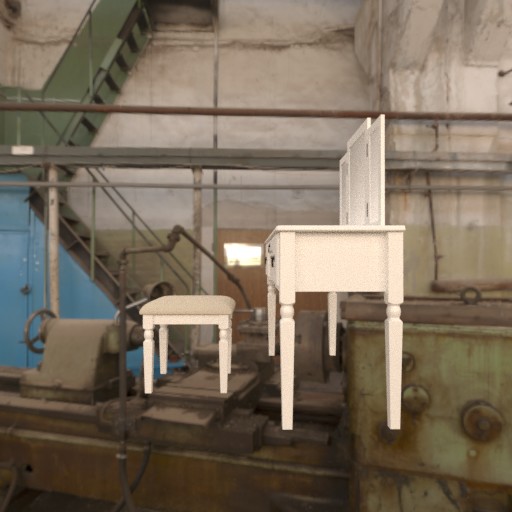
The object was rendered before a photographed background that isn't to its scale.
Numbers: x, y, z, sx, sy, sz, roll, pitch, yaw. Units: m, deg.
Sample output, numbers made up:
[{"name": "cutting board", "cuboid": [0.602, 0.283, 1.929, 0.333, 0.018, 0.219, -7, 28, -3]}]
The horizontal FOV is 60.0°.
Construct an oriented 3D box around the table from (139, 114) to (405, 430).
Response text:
[{"name": "table", "cuboid": [0.000, 0.000, 2.313, 1.115, 1.310, 1.369, 0, 0, -1]}]
